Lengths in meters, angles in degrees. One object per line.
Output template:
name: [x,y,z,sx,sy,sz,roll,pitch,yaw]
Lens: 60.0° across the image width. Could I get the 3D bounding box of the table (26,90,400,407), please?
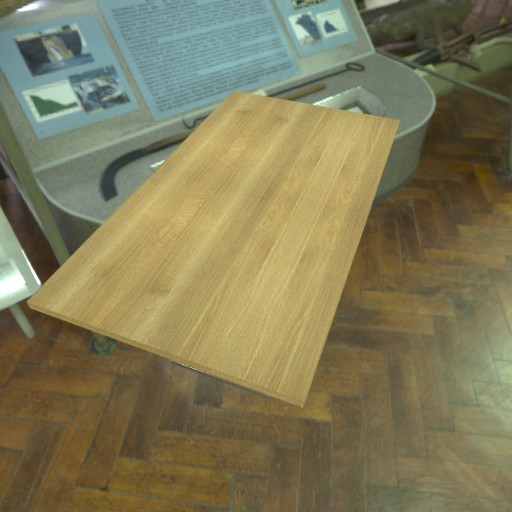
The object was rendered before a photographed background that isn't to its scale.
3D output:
table: [0.000,0.000,2.050,0.900,0.750,1.600,16,47,15]
